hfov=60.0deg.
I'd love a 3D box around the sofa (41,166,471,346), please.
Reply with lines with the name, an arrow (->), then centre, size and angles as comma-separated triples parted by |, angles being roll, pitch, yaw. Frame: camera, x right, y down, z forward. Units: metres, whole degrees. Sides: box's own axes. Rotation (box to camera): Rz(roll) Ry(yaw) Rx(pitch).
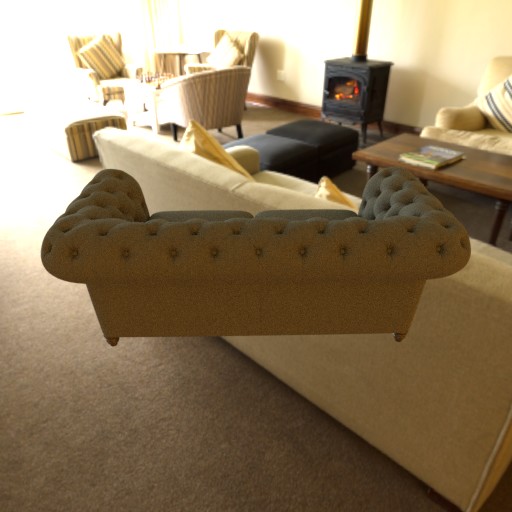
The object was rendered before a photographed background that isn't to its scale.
sofa -> 0.000, 0.000, 2.454 | 1.998, 0.764, 0.986 | -1, 31, -1
